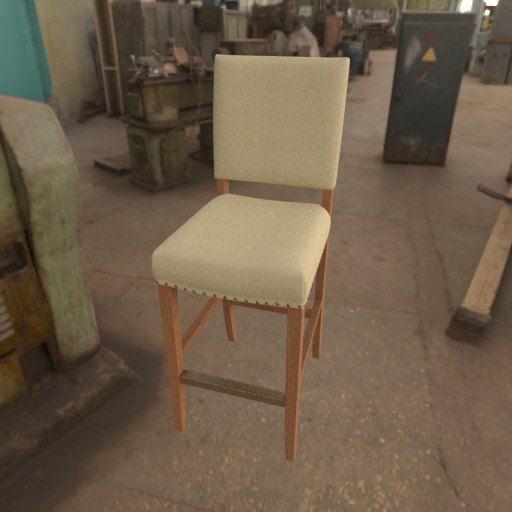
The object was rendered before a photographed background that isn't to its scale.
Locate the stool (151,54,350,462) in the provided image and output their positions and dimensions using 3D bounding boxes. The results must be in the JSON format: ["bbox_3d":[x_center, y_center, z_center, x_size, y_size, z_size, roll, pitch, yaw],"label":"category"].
[{"bbox_3d":[0.000,0.000,1.457,0.445,1.168,0.584,8,29,15],"label":"stool"}]
